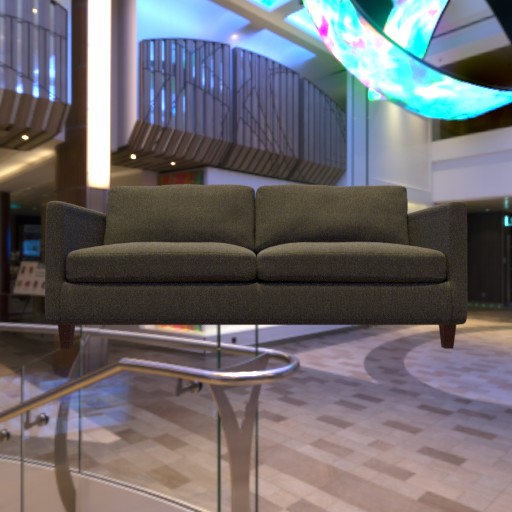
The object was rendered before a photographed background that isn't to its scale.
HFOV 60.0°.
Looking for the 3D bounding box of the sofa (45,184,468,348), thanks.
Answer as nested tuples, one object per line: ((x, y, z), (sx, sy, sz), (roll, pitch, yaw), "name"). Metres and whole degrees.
((0.000, 0.000, 2.731), (2.208, 0.965, 0.948), (0, 0, 0), "sofa")
